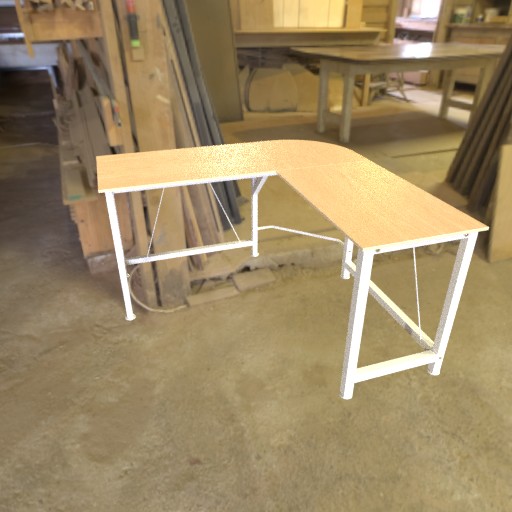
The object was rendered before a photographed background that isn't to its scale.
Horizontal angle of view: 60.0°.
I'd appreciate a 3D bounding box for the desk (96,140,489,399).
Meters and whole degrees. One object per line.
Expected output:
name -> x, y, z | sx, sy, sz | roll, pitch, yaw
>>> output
desk -> 0.000, 0.000, 2.256 | 1.400, 0.762, 1.400 | -9, 31, -16
